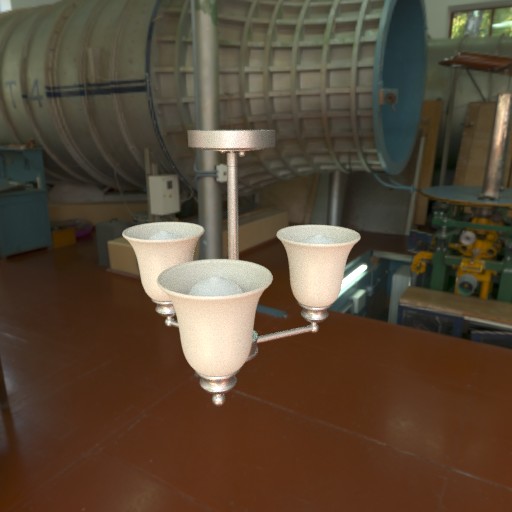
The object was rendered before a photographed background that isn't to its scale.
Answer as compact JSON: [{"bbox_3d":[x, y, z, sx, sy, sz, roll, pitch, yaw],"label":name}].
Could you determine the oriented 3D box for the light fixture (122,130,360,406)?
[{"bbox_3d":[0.000,0.000,0.678,0.354,0.370,0.388,-7,18,-23],"label":"light fixture"}]
